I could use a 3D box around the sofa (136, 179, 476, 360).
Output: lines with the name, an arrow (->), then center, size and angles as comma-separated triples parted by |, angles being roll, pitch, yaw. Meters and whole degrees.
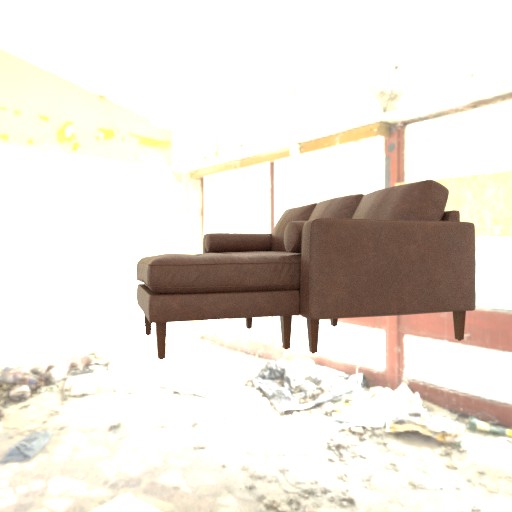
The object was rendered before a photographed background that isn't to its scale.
sofa -> 0.000, 0.000, 2.982 | 1.613, 0.841, 2.185 | 0, 1, -19
